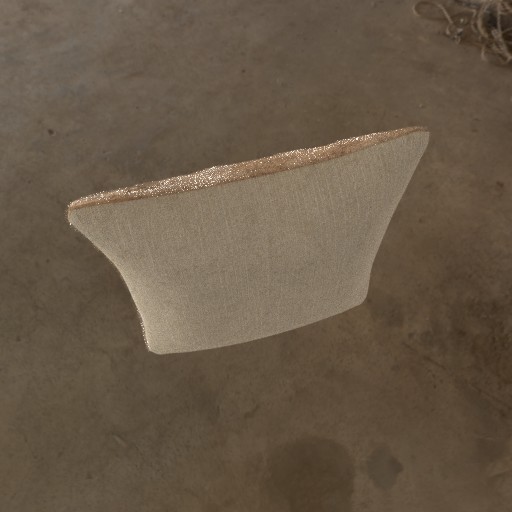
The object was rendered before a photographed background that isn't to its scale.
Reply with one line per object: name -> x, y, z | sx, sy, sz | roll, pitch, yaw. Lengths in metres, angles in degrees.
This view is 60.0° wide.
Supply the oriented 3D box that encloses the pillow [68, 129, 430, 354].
pillow -> 0.000, 0.000, 0.834 | 0.538, 0.525, 0.216 | -13, 57, -9
